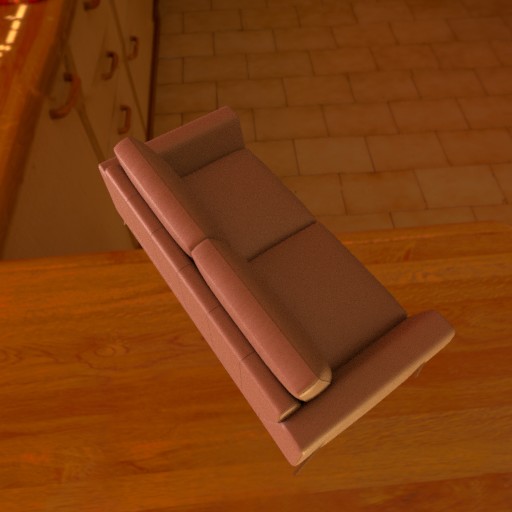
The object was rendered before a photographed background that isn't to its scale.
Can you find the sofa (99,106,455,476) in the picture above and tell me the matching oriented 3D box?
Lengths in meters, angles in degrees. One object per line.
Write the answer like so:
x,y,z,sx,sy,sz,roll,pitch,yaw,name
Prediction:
0.000,0.000,2.542,0.953,0.875,2.017,-31,63,-18,sofa
